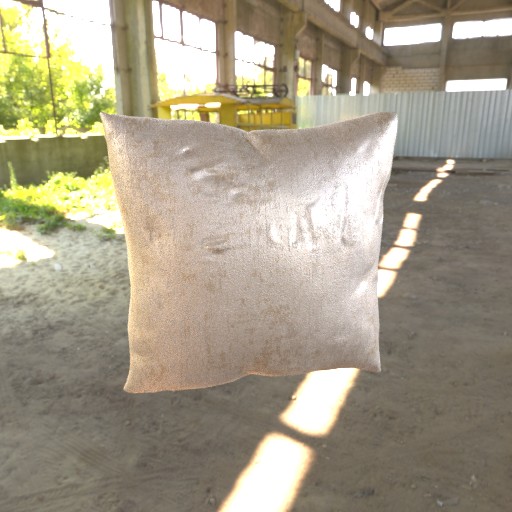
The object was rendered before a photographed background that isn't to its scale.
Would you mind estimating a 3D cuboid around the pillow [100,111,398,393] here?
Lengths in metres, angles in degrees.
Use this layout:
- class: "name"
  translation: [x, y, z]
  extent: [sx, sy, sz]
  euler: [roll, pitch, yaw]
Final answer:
- class: "pillow"
  translation: [0.000, 0.000, 0.719]
  extent: [0.450, 0.448, 0.245]
  euler: [-2, 16, -8]
